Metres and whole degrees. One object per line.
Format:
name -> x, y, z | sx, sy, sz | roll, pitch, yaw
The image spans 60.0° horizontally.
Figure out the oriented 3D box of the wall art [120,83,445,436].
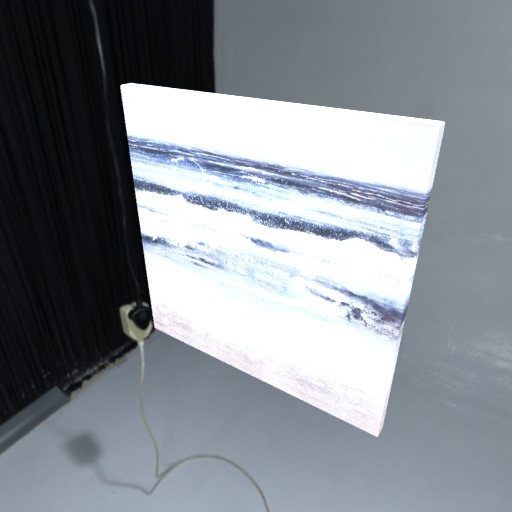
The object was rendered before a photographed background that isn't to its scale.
wall art -> 0.000, 0.000, 1.100 | 0.755, 0.747, 0.065 | 18, 34, 29
